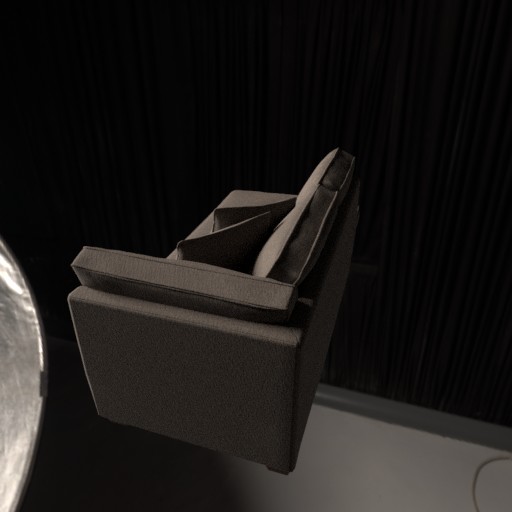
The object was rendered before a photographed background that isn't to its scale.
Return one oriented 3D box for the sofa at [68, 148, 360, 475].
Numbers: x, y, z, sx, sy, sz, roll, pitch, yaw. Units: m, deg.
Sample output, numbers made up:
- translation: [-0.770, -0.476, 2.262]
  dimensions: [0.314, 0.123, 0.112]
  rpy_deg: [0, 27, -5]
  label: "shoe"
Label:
- translation: [0.000, 0.000, 2.861]
  dimensions: [1.110, 1.033, 2.237]
  rpy_deg: [9, 30, 15]
  label: "sofa"
